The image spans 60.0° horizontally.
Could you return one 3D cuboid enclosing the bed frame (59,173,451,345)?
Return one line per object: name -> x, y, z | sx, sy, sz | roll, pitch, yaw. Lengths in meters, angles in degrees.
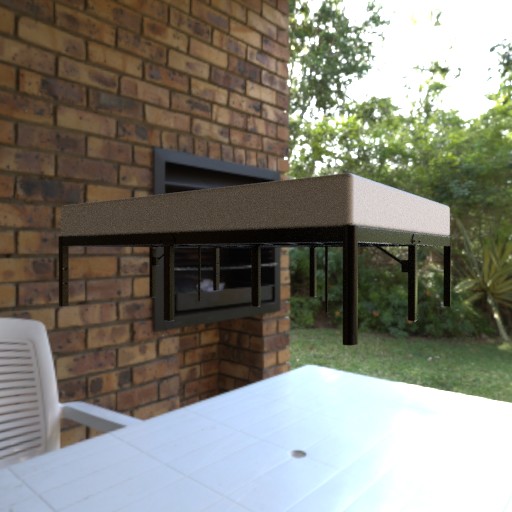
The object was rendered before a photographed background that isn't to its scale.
bed frame -> 0.000, 0.000, 2.895 | 2.072, 0.659, 1.557 | 0, 1, 37
